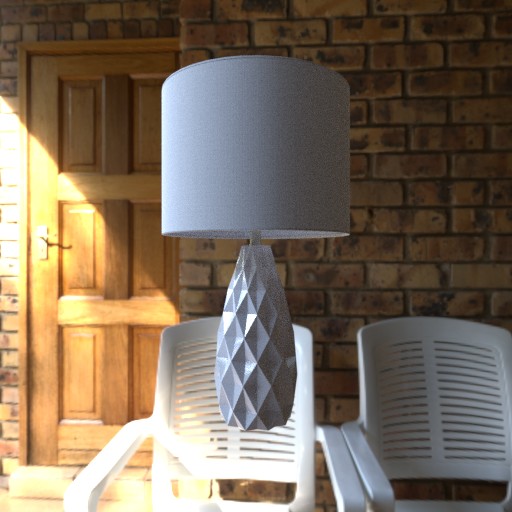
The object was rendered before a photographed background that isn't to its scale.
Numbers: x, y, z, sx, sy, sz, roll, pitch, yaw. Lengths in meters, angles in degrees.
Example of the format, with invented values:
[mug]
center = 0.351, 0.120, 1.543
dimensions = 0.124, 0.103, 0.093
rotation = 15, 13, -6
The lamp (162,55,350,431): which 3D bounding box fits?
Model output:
[lamp]
center = 0.000, 0.000, 0.714
dimensions = 0.297, 0.522, 0.297
rotation = 0, 0, 0
